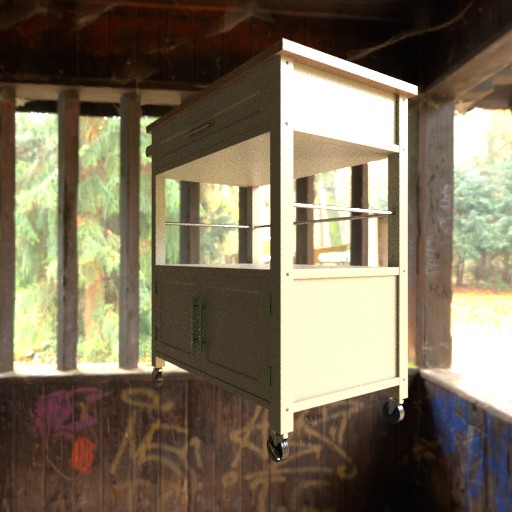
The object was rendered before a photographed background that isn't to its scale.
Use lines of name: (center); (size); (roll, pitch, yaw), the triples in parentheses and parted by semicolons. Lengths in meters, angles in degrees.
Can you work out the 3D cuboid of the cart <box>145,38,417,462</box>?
cart: (0.000, 0.000, 1.389); (0.459, 0.901, 0.840); (0, 0, -35)
